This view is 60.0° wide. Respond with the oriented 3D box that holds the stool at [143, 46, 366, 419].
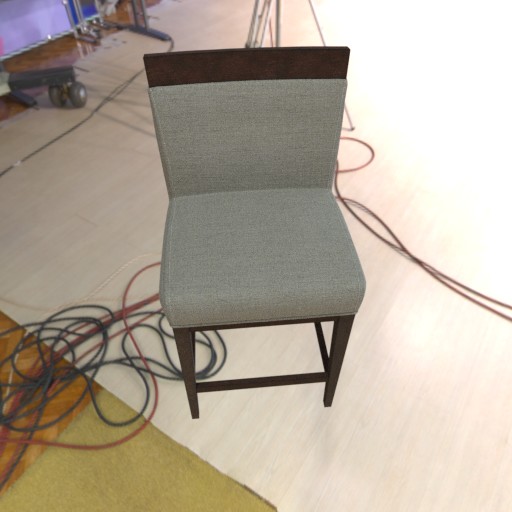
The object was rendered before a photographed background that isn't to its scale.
[{"bbox_3d":[0.000,0.000,1.307,0.512,1.009,0.531,-4,47,-4],"label":"stool"}]
